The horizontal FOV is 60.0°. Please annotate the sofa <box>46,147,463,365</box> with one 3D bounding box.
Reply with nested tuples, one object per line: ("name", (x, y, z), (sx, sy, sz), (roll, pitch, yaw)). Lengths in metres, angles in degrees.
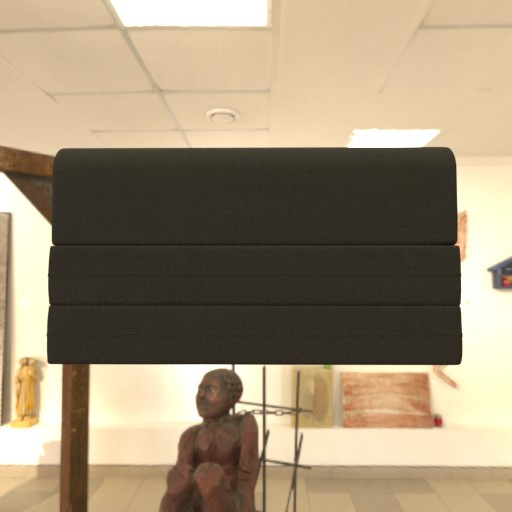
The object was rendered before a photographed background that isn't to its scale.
("sofa", (0.000, 0.000, 1.683), (1.225, 0.670, 0.762), (0, -2, 1))
